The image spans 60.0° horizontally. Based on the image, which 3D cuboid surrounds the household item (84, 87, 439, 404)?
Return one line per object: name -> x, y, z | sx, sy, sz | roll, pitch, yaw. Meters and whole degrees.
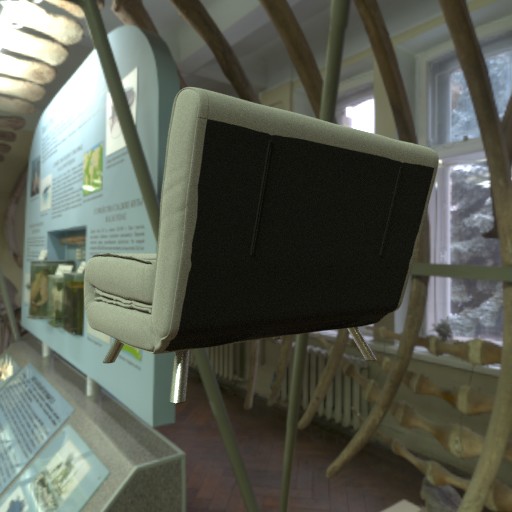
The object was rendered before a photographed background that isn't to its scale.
household item -> 0.000, 0.000, 1.622 | 1.000, 0.800, 0.874 | 0, 0, -37
